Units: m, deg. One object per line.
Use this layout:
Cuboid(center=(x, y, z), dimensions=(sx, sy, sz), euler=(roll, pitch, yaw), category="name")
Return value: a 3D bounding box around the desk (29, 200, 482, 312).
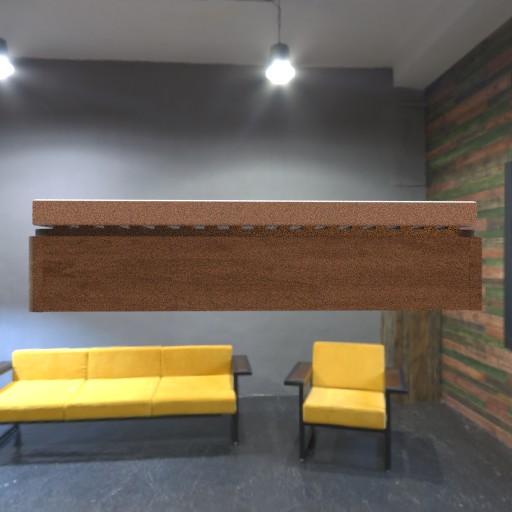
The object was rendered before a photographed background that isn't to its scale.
Cuboid(center=(0.000, 0.000, 2.253), dimensions=(1.900, 0.455, 0.900), euler=(0, 0, -2), category="desk")
